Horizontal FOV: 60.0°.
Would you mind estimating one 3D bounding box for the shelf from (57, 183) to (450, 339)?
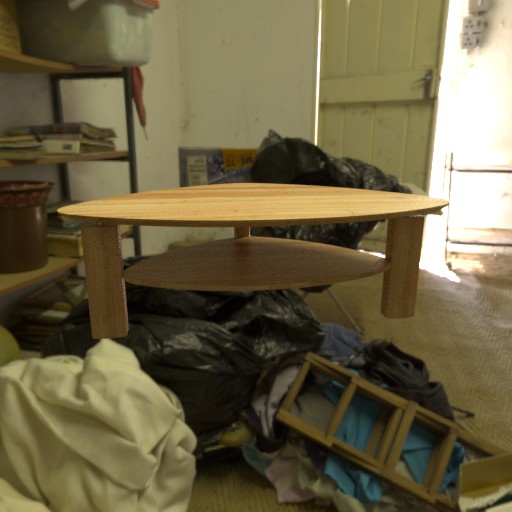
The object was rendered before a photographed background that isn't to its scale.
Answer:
[{"bbox_3d":[0.000,0.000,1.627,1.240,0.439,0.863,-2,16,-9],"label":"shelf"}]
